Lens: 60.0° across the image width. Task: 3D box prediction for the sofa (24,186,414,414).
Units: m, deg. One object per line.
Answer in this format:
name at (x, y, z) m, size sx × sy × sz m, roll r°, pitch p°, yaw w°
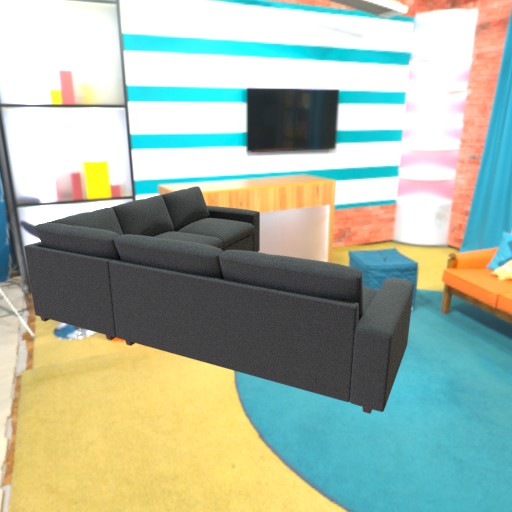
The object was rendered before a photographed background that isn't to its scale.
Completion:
sofa at (0.000, 0.000, 4.646) m, size 3.277 × 0.965 × 2.895 m, roll 8°, pitch 19°, yaw 25°
